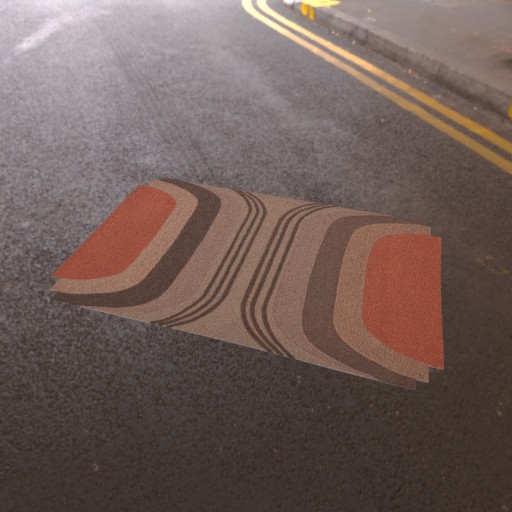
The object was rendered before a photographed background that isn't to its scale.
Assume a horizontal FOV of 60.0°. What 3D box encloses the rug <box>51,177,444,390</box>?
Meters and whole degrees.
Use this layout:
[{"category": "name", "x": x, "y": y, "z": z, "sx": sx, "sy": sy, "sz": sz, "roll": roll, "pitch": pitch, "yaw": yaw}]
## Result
[{"category": "rug", "x": 0.000, "y": 0.000, "z": 3.047, "sx": 2.446, "sy": 0.017, "sz": 1.530, "roll": 11, "pitch": 42, "yaw": 13}]
